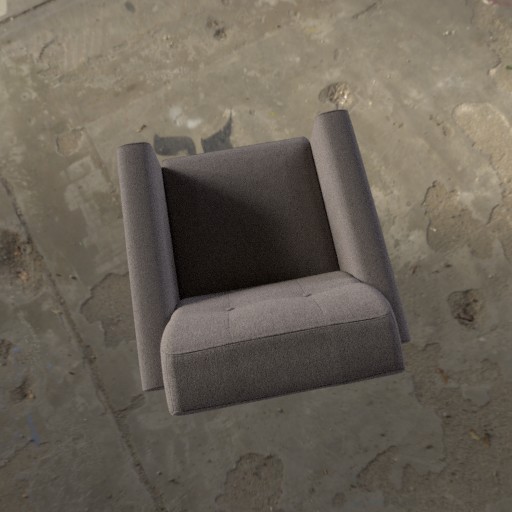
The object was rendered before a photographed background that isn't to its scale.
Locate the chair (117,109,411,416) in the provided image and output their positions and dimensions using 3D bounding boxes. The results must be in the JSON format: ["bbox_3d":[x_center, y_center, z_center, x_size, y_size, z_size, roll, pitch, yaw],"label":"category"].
[{"bbox_3d":[0.000,0.000,1.535,0.831,0.839,0.907,-10,75,-3],"label":"chair"}]
